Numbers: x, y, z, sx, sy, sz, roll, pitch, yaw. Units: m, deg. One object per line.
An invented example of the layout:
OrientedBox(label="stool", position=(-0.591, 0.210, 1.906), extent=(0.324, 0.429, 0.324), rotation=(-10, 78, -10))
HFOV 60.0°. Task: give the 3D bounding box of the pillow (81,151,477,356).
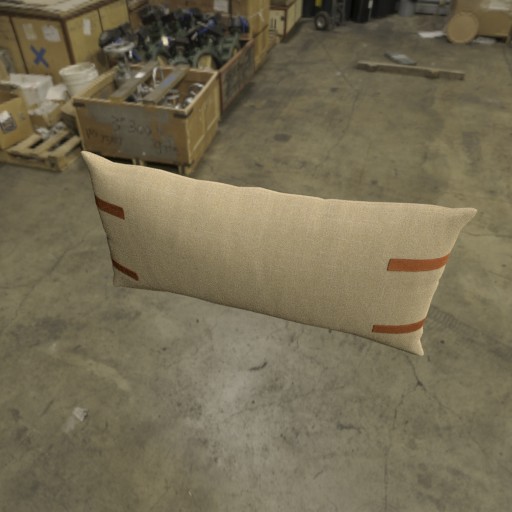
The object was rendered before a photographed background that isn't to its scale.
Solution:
OrientedBox(label="pillow", position=(0.000, 0.000, 0.745), extent=(0.612, 0.308, 0.148), rotation=(11, 42, 13))
